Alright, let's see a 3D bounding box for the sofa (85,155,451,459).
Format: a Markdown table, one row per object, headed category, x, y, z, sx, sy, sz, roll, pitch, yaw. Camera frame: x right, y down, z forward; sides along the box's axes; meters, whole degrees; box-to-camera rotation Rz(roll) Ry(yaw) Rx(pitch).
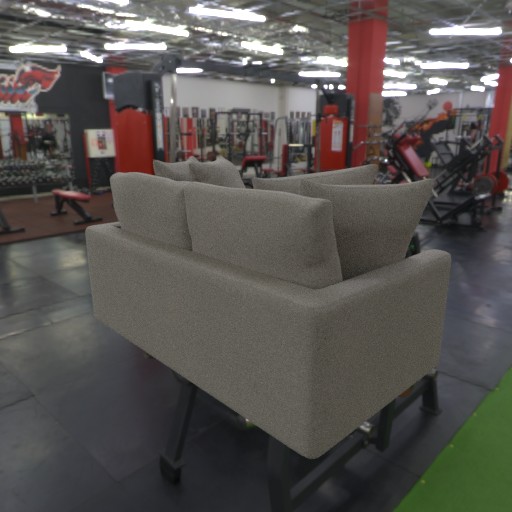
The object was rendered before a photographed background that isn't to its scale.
| category | x | y | z | sx | sy | sz | roll | pitch | yaw |
| --- | --- | --- | --- | --- | --- | --- | --- | --- | --- |
| sofa | 0.000 | 0.000 | 2.551 | 1.228 | 1.080 | 1.869 | -14 | 21 | -42 |
